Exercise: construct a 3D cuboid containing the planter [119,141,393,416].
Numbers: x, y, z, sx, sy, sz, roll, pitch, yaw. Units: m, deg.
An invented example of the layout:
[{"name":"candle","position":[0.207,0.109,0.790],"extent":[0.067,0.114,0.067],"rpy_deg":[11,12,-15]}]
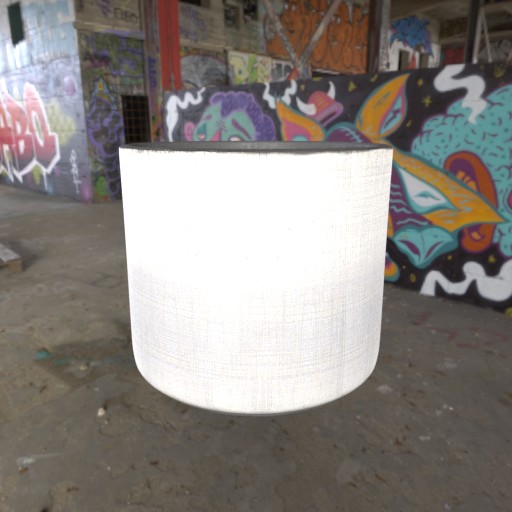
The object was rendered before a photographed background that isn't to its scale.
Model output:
[{"name":"planter","position":[0.000,0.000,0.450],"extent":[0.254,0.221,0.254],"rpy_deg":[0,16,0]}]
